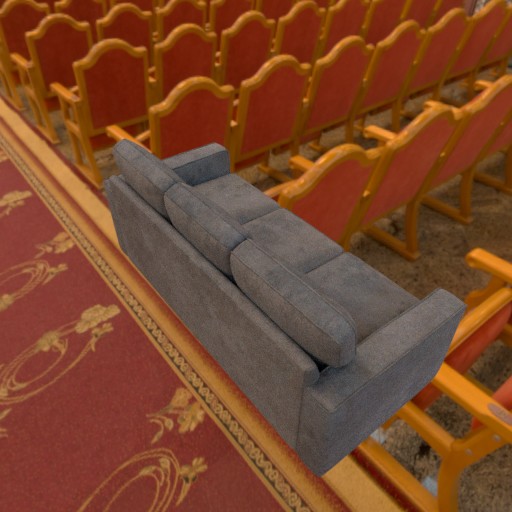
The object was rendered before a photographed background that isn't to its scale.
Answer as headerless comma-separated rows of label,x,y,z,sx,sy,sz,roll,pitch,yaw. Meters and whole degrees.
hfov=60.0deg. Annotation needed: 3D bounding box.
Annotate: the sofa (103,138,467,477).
sofa,0.000,0.000,2.608,0.939,0.965,2.133,-27,48,-28
